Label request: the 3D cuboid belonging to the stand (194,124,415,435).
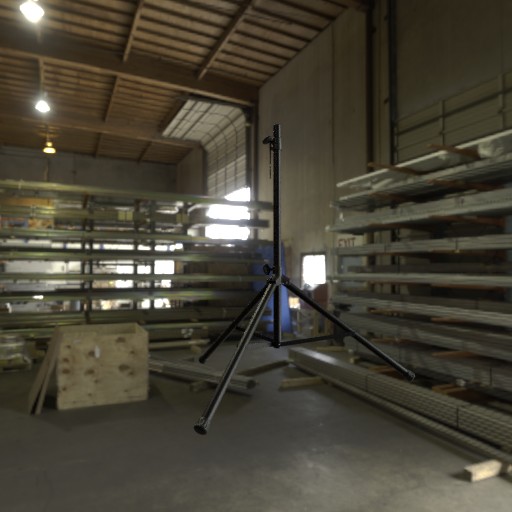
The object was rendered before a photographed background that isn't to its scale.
[{"bbox_3d":[0.000,0.000,2.880,1.596,1.595,1.339,2,-3,-37],"label":"stand"}]
